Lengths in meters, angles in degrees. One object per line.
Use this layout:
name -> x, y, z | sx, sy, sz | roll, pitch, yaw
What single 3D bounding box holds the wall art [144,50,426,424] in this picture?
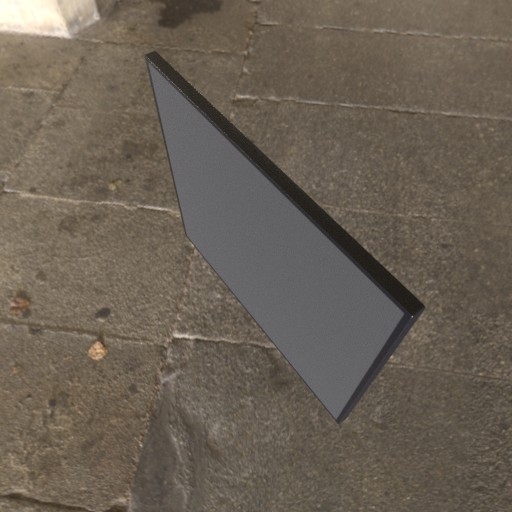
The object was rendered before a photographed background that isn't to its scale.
wall art -> 0.000, 0.000, 0.722 | 0.018, 0.450, 0.521 | -32, 62, -19
